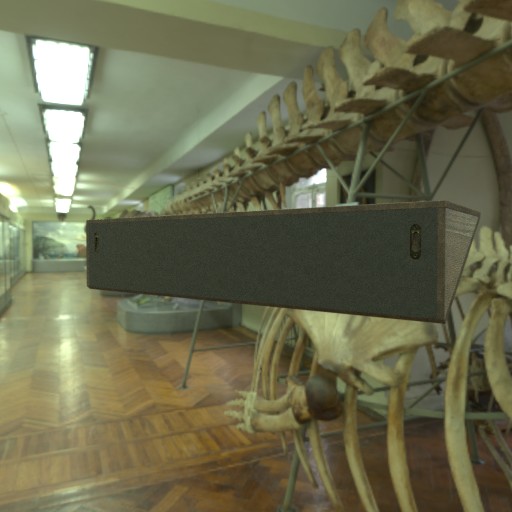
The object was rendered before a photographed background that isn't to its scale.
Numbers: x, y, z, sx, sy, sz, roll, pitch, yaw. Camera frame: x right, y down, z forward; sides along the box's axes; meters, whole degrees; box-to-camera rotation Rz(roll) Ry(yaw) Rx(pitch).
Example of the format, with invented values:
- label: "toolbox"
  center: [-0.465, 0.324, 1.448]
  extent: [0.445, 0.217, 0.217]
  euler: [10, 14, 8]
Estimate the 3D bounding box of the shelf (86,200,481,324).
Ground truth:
- label: "shelf"
  center: [0.000, 0.000, 0.702]
  extent: [0.610, 0.125, 0.200]
  euler: [1, 2, 36]
